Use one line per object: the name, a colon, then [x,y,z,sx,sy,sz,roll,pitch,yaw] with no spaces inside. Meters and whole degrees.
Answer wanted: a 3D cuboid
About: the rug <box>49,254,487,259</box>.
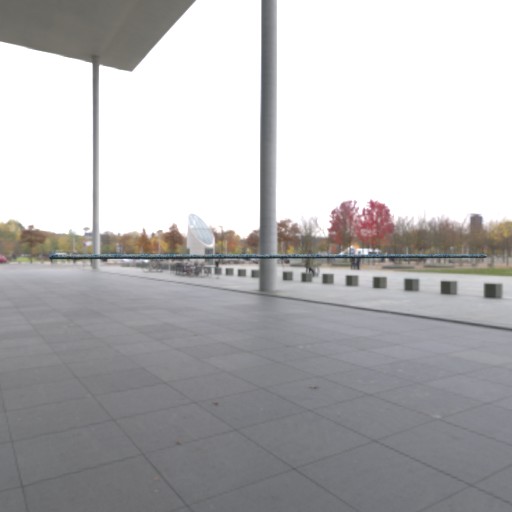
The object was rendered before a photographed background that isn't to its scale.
rug: [0.000,0.000,2.324,1.829,0.016,1.219,0,0,-18]
